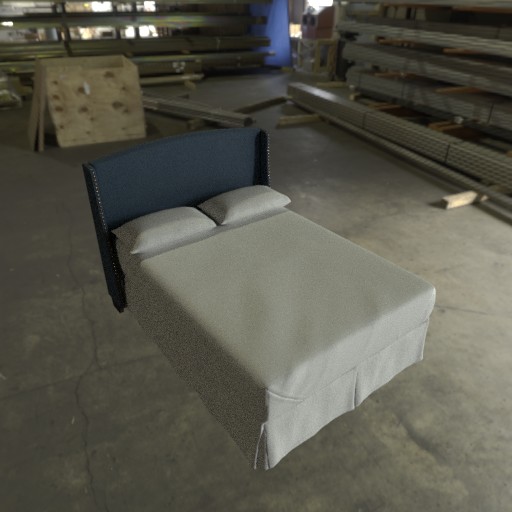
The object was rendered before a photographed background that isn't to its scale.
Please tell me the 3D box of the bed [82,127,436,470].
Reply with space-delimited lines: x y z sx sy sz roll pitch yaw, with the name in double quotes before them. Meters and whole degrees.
"bed" 0.000 0.000 3.415 1.710 1.407 2.237 -21 37 -31
